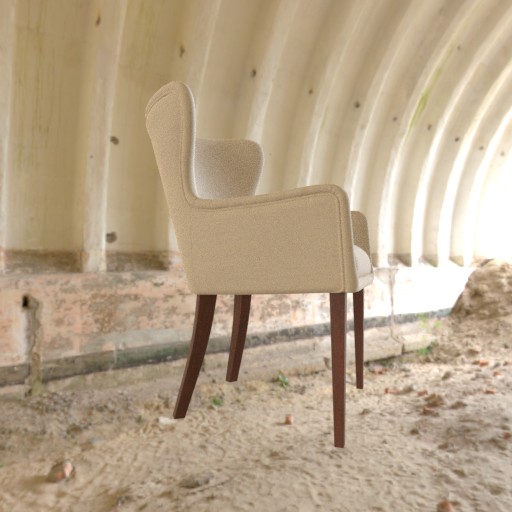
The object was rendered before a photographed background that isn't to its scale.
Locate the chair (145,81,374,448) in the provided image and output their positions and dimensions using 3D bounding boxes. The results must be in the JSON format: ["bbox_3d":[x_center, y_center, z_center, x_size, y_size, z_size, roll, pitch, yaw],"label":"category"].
[{"bbox_3d":[0.000,0.000,1.516,0.744,0.990,0.696,0,-1,18],"label":"chair"}]
